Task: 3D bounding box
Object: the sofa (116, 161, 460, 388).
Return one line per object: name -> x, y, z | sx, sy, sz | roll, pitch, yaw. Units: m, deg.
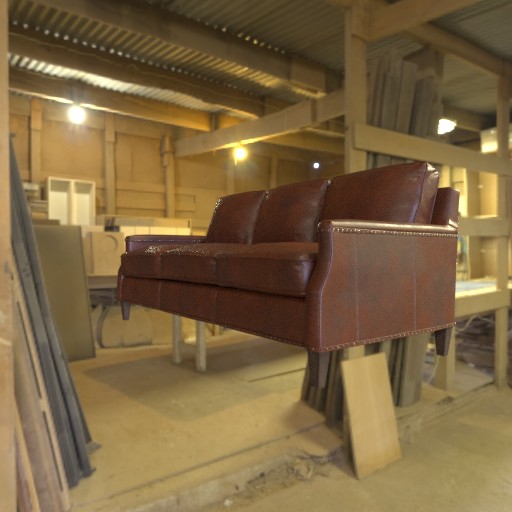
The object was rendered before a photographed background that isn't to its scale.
sofa -> 0.000, 0.000, 2.866 | 1.084, 1.003, 2.240 | -1, 1, -37
